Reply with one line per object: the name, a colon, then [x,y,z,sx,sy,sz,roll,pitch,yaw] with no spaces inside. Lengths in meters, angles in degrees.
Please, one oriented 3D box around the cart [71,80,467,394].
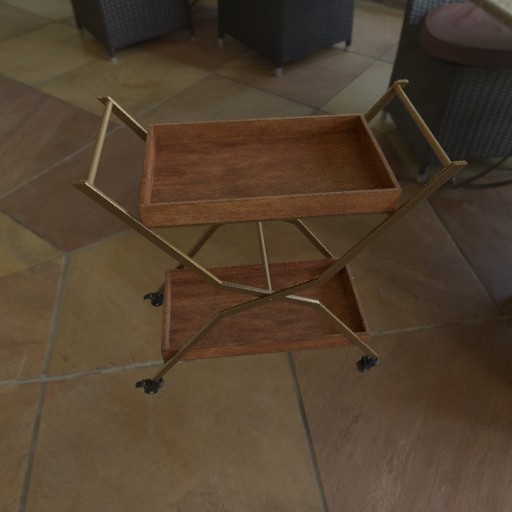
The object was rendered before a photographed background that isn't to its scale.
cart: [0.000,0.000,1.327,0.836,0.869,0.405,-4,47,-4]
